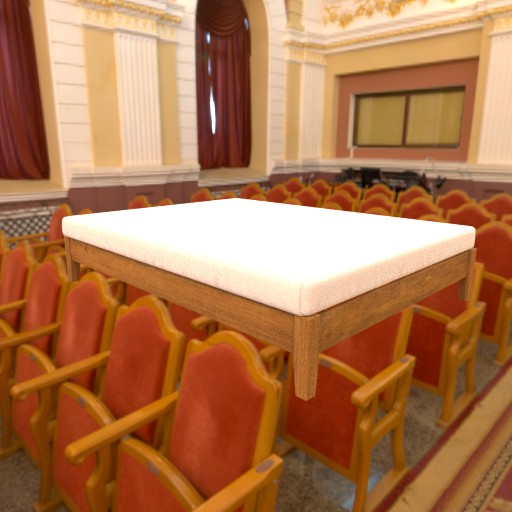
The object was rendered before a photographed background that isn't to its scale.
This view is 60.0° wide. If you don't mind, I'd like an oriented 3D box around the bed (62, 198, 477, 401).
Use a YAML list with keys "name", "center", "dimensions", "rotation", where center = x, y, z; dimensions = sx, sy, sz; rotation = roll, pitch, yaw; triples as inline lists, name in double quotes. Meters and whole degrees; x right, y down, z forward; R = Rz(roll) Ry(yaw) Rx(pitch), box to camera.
- name: "bed"
  center: [0.000, 0.000, 2.705]
  dimensions: [1.536, 0.431, 2.016]
  rotation: [-13, 19, -43]
